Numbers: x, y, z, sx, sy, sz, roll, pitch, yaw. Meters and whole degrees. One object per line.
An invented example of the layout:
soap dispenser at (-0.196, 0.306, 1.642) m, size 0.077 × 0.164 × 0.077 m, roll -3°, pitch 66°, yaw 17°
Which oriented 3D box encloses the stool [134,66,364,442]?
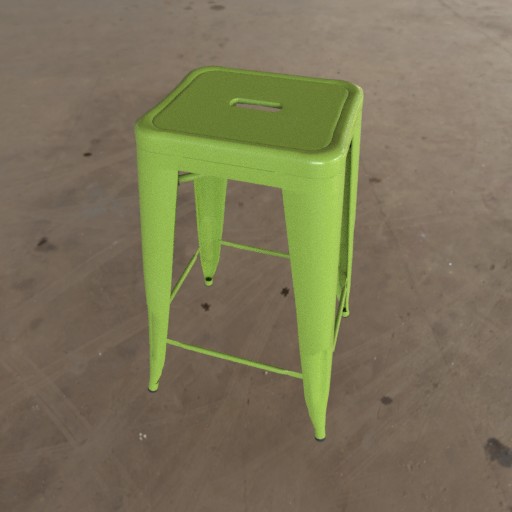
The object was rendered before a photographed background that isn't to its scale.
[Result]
stool at (0.000, 0.000, 0.853) m, size 0.398 × 0.609 × 0.358 m, roll 12°, pitch 44°, yaw 12°
